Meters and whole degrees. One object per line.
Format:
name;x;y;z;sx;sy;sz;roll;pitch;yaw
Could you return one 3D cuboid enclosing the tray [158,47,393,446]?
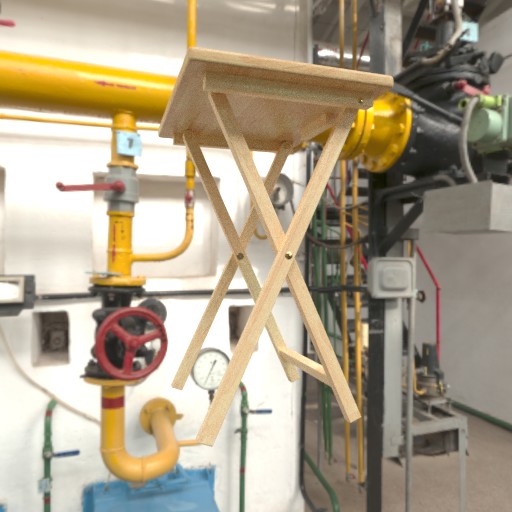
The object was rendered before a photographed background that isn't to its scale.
tray;0.000;0.000;0.982;0.381;0.660;0.483;0;0;-18
